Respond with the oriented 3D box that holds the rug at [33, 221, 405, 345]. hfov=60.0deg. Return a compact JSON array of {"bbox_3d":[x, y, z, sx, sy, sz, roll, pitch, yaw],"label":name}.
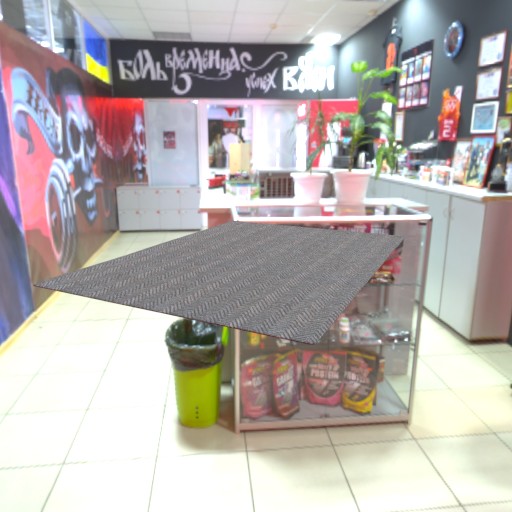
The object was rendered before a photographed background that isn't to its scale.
[{"bbox_3d":[0.000,0.000,5.380,2.894,0.011,3.957,7,16,26],"label":"rug"}]
